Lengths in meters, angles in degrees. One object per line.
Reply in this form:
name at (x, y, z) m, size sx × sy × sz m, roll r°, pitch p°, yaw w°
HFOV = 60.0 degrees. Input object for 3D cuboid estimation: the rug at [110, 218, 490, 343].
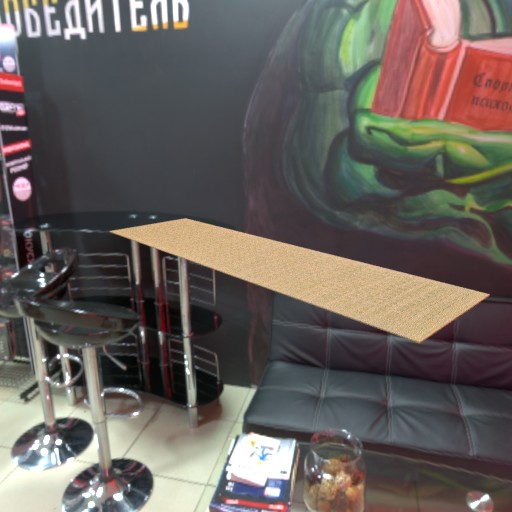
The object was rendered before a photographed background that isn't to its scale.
rug at (0.000, 0.000, 2.683) m, size 0.686 × 0.006 × 2.437 m, roll -15°, pitch 22°, yaw -42°
